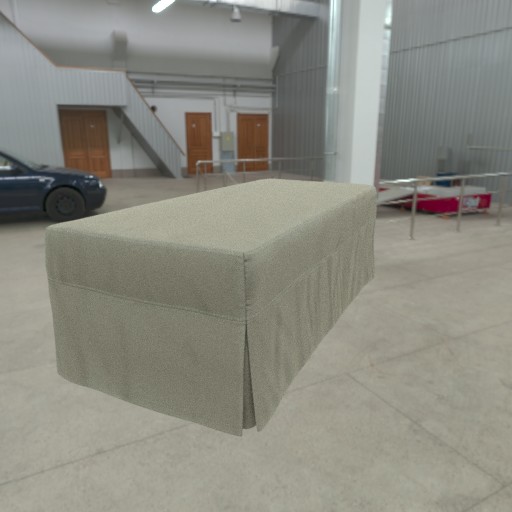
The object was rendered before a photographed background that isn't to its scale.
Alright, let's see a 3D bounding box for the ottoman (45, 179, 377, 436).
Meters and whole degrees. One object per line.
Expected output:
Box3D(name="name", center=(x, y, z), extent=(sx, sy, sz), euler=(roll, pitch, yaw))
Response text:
Box3D(name="ottoman", center=(0.000, 0.000, 1.679), extent=(0.665, 0.457, 1.388), euler=(8, 17, 25))
